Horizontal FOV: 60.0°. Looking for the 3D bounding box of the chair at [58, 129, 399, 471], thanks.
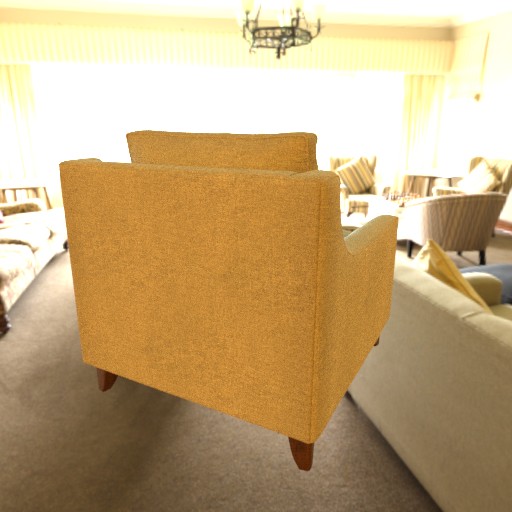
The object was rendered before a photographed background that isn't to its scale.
[{"bbox_3d":[0.000,0.000,1.570,0.838,0.864,0.918,9,19,28],"label":"chair"}]
